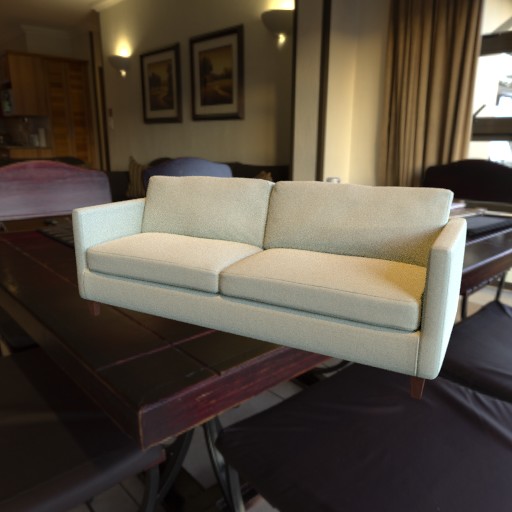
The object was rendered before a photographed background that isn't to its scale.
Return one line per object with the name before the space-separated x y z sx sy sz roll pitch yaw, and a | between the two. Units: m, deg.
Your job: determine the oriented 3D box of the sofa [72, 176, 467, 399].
sofa | 0.000 0.000 2.922 2.434 0.965 0.948 8 16 28
